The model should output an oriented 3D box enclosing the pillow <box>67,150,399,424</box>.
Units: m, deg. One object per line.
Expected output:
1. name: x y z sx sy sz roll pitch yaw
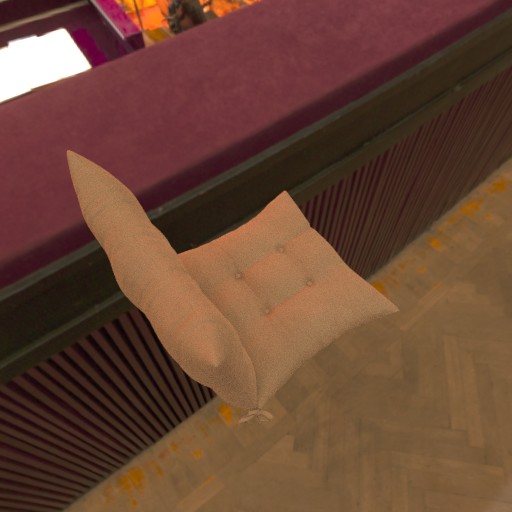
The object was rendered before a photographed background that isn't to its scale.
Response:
1. pillow: 0.000 0.000 1.007 0.585 0.536 0.541 -31 63 -18
